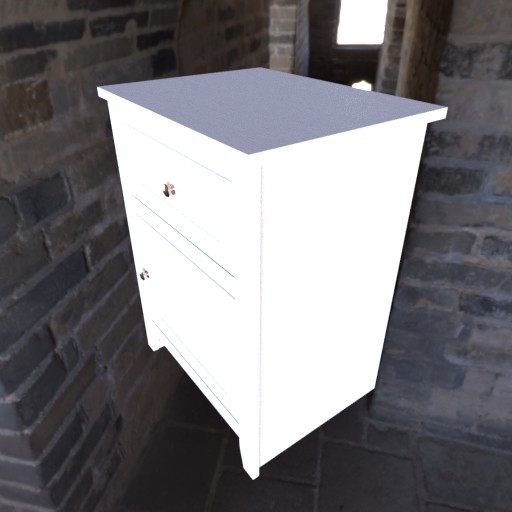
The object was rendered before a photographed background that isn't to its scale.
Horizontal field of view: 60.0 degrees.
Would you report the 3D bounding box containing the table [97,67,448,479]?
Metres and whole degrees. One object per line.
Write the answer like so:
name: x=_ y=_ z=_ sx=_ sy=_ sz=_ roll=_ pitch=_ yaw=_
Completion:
table: x=0.000 y=0.000 z=0.916 sx=0.381 sy=0.635 sz=0.480 roll=-21 pitch=37 yaw=-30
